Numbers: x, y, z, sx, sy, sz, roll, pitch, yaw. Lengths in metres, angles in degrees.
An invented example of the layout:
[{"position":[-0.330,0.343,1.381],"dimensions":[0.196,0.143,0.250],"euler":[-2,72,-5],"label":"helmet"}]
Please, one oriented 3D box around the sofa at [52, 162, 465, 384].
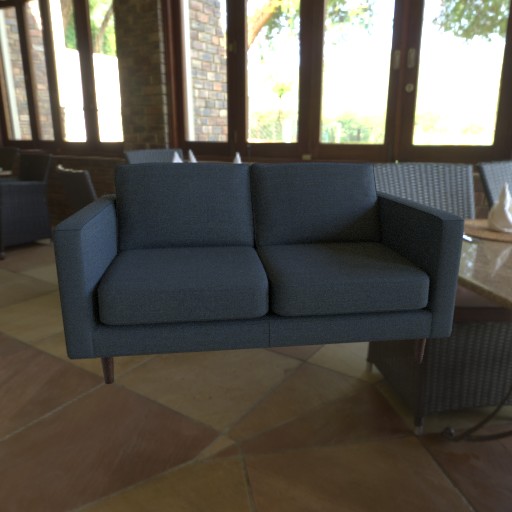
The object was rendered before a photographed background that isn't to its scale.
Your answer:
[{"position":[0.000,0.000,2.253],"dimensions":[1.659,0.907,0.999],"euler":[-2,15,-7],"label":"sofa"}]
